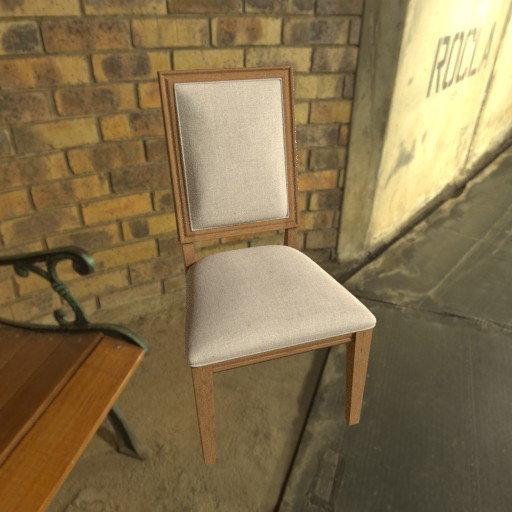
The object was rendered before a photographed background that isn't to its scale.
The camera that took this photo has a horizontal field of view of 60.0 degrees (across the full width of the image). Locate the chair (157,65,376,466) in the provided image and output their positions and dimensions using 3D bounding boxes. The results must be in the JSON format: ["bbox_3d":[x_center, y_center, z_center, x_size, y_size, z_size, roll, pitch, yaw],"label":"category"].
[{"bbox_3d":[0.000,0.000,1.344,0.536,0.988,0.601,-9,32,-15],"label":"chair"}]
